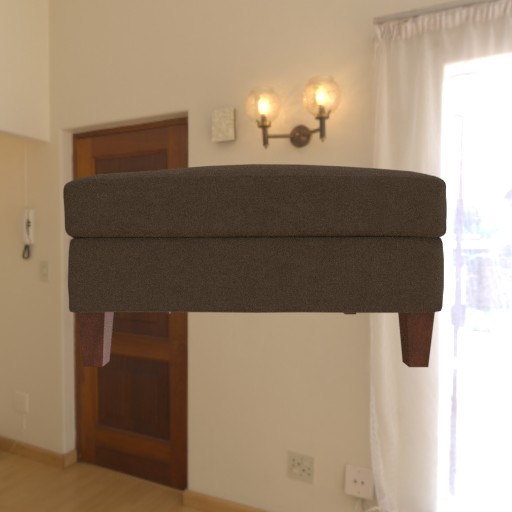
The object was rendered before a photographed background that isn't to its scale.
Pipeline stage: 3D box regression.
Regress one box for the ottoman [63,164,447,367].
[{"bbox_3d":[0.000,0.000,1.398,0.861,0.482,0.881,0,2,0],"label":"ottoman"}]
